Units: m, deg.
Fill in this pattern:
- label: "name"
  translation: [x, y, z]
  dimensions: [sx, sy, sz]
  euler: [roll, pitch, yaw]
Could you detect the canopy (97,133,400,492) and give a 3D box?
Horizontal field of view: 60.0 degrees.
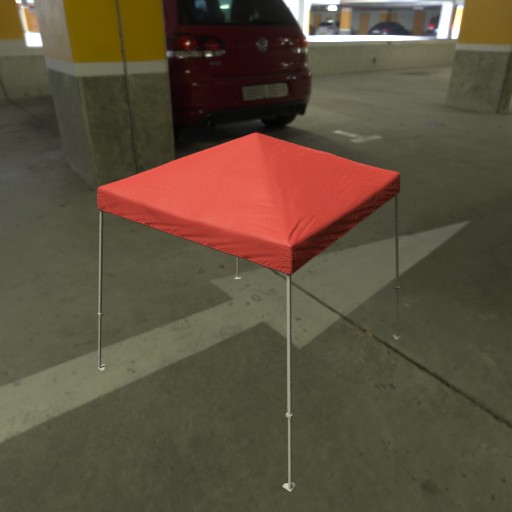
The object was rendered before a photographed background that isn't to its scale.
- label: "canopy"
  translation: [0.000, 0.000, 5.204]
  dimensions: [2.848, 2.849, 2.849]
  euler: [18, 32, 31]
